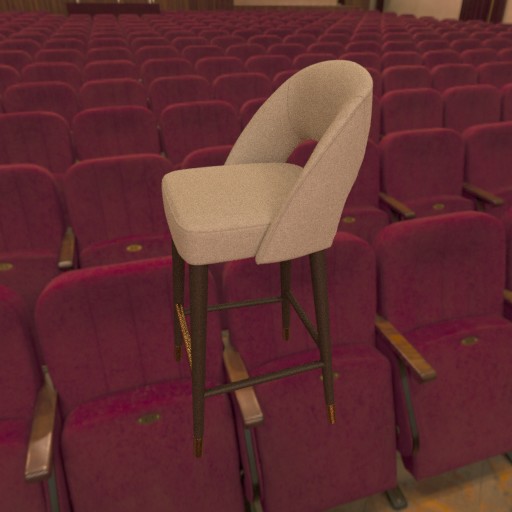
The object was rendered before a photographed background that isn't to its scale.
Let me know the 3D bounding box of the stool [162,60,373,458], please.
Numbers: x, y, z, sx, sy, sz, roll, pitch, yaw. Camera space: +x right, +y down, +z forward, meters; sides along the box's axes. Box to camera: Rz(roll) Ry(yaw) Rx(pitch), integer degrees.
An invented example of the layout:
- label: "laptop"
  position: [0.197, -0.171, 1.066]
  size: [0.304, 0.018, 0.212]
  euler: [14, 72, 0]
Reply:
- label: "stool"
  position: [0.000, 0.000, 1.298]
  size: [0.509, 1.037, 0.494]
  euler: [-8, 30, -14]
